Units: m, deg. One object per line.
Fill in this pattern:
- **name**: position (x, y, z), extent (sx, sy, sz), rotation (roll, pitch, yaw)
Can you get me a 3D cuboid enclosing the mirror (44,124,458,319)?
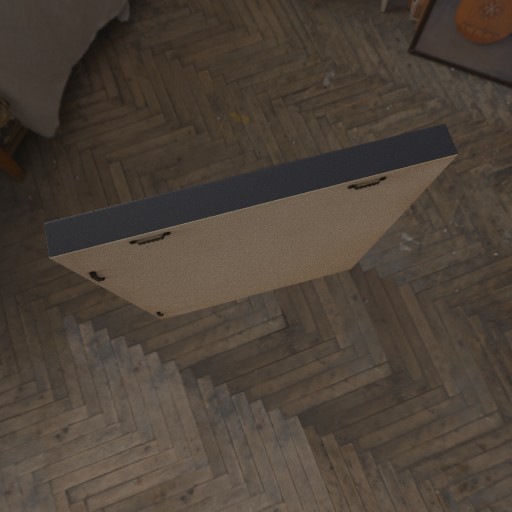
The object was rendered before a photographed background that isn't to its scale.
- **mirror**: position (0.000, 0.000, 0.673), extent (0.405, 0.508, 0.041), rotation (-15, 76, -4)
